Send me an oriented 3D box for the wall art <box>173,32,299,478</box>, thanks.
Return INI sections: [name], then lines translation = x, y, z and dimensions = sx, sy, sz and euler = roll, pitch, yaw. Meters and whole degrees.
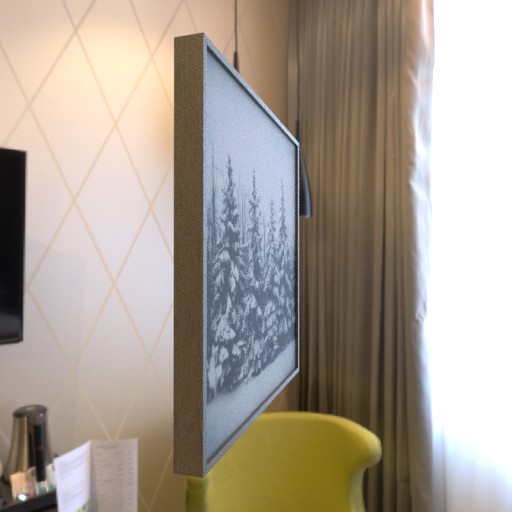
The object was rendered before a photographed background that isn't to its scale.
[wall art]
translation = 0.000, 0.000, 0.751
dimensions = 0.037, 0.507, 0.507
euler = 0, 0, 18
